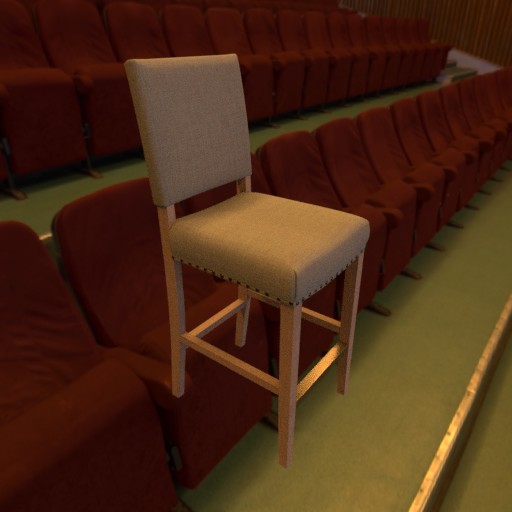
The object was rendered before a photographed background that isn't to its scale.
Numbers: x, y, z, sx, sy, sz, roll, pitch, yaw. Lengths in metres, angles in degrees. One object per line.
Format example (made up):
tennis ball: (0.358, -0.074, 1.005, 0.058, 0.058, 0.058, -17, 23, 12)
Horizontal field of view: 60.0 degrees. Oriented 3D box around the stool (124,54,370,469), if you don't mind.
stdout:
stool: (0.000, 0.000, 1.442, 0.585, 1.173, 0.445, 19, 32, 32)
